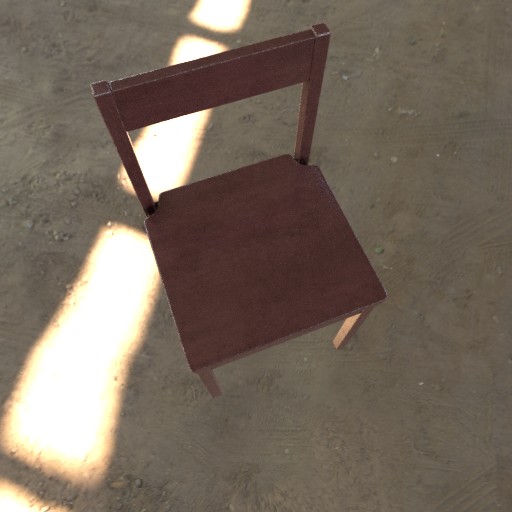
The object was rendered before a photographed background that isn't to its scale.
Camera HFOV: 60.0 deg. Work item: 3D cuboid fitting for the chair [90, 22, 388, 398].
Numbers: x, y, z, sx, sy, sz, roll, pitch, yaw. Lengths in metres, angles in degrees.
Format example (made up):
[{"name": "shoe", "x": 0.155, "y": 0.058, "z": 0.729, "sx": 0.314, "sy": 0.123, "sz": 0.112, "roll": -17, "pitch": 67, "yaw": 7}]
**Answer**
[{"name": "chair", "x": 0.000, "y": 0.000, "z": 0.865, "sx": 0.367, "sy": 0.668, "sz": 0.361, "roll": -19, "pitch": 66, "yaw": -9}]
